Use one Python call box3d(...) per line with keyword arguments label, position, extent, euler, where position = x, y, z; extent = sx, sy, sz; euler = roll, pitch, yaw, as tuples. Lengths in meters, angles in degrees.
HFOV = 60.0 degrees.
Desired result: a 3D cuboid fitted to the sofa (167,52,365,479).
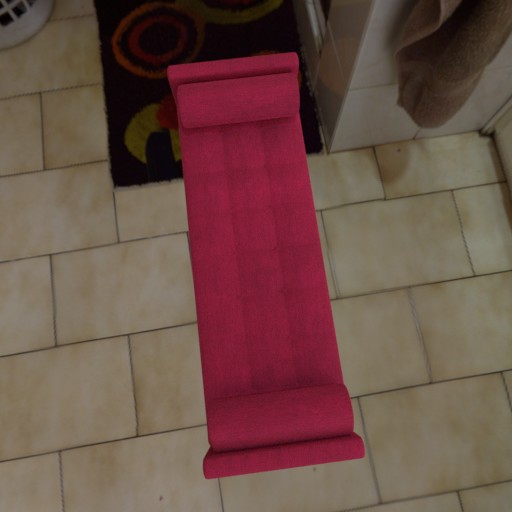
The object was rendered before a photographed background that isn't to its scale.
box3d(label="sofa", position=(0.000, 0.000, 2.356), extent=(0.686, 0.635, 1.981), euler=(-7, 77, -2))
